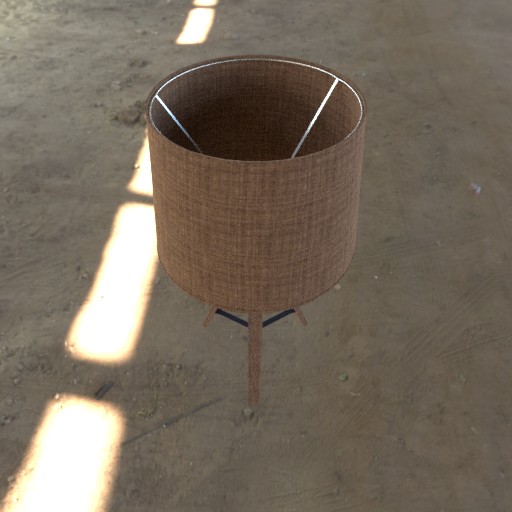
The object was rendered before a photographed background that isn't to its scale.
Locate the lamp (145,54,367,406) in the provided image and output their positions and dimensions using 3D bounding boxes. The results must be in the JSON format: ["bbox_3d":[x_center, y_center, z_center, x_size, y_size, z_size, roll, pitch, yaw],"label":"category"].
[{"bbox_3d":[0.000,0.000,0.688,0.290,0.514,0.290,0,46,0],"label":"lamp"}]
